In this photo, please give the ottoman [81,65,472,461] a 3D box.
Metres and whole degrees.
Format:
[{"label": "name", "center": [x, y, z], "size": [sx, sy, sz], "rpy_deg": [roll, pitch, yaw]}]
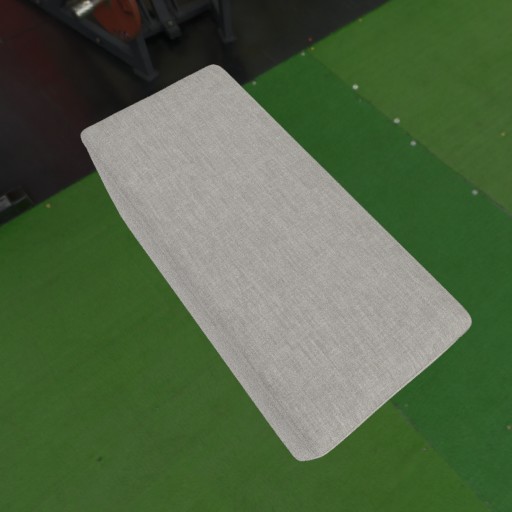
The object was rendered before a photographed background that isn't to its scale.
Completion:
[{"label": "ottoman", "center": [0.000, 0.000, 1.117], "size": [0.419, 0.432, 0.902], "rpy_deg": [-34, 69, -15]}]
